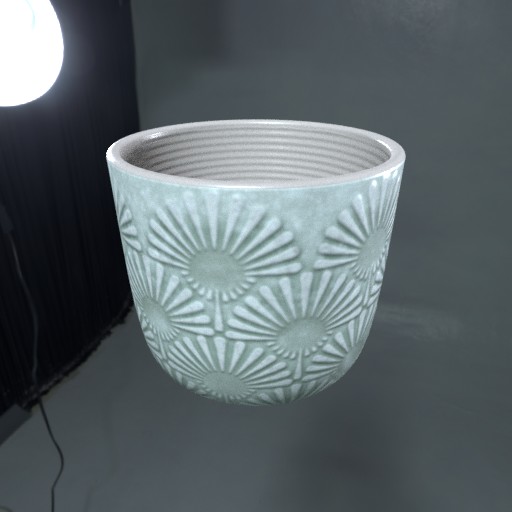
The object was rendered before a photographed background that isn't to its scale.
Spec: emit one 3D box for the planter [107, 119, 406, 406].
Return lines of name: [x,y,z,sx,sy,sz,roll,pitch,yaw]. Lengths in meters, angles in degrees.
planter: [0.000,0.000,0.215,0.124,0.109,0.124,0,26,0]
